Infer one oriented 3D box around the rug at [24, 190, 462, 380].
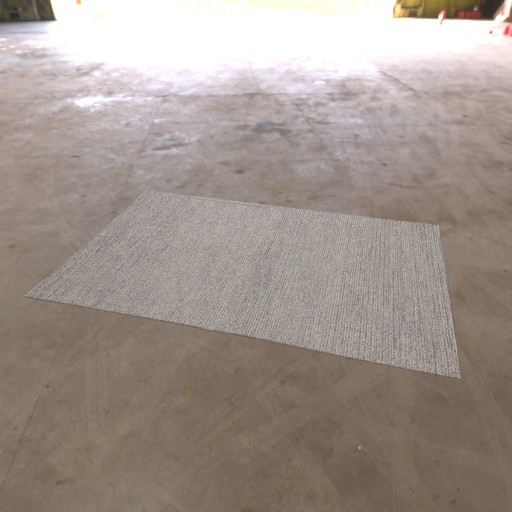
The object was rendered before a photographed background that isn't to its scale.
[{"bbox_3d":[0.000,0.000,2.205,1.804,0.022,1.162,8,33,13],"label":"rug"}]
